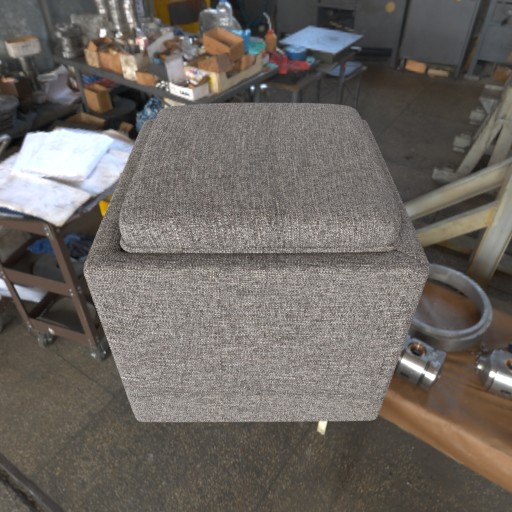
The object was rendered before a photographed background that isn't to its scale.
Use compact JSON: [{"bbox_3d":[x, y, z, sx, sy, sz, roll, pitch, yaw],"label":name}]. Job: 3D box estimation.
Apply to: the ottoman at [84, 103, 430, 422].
[{"bbox_3d":[0.000,0.000,0.838,0.450,0.460,0.450,0,42,0],"label":"ottoman"}]
